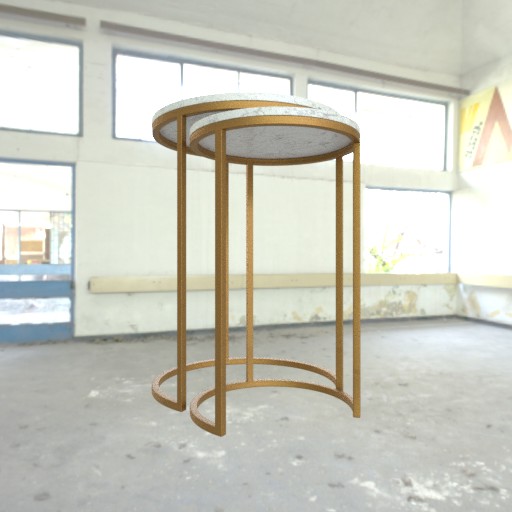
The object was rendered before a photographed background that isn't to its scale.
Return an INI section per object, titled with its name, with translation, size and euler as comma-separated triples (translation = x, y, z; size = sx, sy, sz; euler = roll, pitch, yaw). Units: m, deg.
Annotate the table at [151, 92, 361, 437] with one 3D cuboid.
[table]
translation = 0.000, 0.000, 0.893
size = 0.400, 0.550, 0.507
euler = 0, 0, -19
